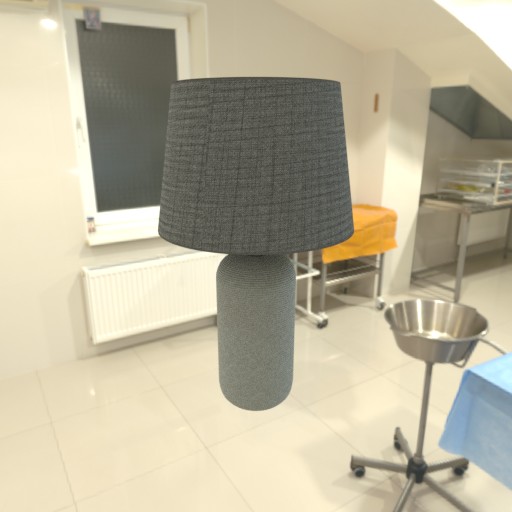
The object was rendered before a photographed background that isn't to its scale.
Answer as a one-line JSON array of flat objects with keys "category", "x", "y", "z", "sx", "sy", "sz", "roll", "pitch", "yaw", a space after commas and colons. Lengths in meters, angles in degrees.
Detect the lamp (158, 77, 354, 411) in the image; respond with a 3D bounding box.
[{"category": "lamp", "x": 0.000, "y": 0.000, "z": 0.592, "sx": 0.251, "sy": 0.429, "sz": 0.251, "roll": 0, "pitch": 18, "yaw": 0}]
